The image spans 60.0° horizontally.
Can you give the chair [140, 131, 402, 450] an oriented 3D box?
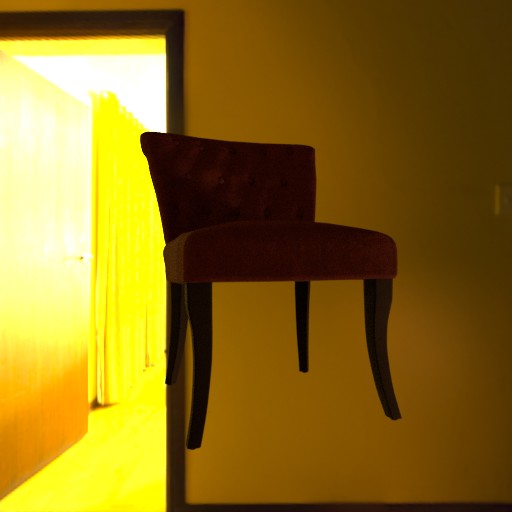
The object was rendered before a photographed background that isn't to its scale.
[{"bbox_3d":[0.000,0.000,1.211,0.582,0.750,0.605,0,0,-19],"label":"chair"}]
